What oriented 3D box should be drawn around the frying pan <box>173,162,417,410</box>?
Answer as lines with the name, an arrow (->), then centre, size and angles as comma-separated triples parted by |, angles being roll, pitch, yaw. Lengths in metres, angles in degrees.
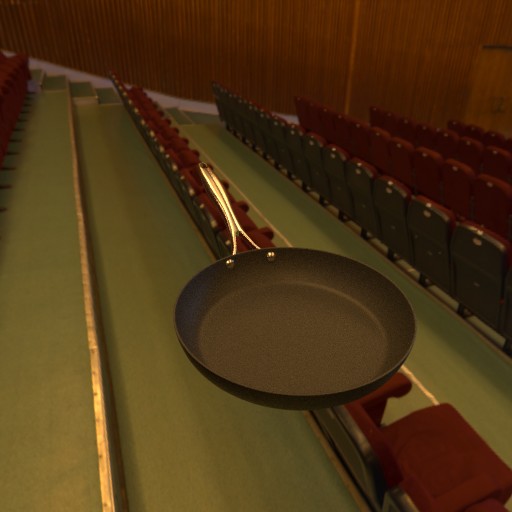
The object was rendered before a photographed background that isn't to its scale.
frying pan -> 0.000, 0.000, 0.564 | 0.255, 0.105, 0.472 | -11, 32, -19
